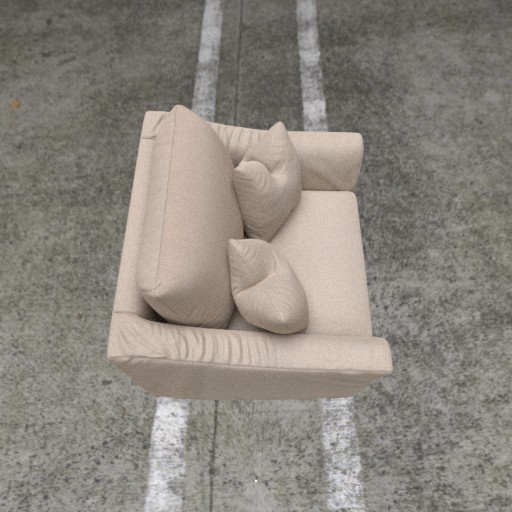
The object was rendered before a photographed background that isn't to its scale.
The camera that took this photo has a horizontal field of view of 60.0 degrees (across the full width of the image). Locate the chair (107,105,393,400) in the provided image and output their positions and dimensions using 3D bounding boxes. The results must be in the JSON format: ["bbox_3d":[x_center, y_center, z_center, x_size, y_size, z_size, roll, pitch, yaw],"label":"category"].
[{"bbox_3d":[0.000,0.000,2.109,1.071,1.093,1.194,0,63,0],"label":"chair"}]
